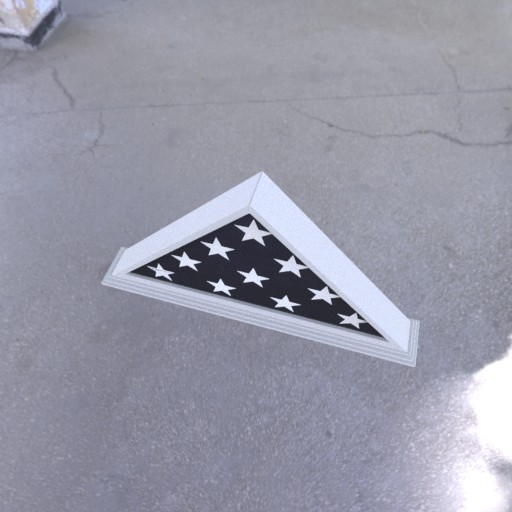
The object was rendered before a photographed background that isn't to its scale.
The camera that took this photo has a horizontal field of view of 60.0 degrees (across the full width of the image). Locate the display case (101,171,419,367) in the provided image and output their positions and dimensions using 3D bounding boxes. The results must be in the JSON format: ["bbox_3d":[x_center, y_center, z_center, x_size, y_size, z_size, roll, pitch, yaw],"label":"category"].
[{"bbox_3d":[0.000,0.000,0.757,0.640,0.340,0.095,13,57,9],"label":"display case"}]
